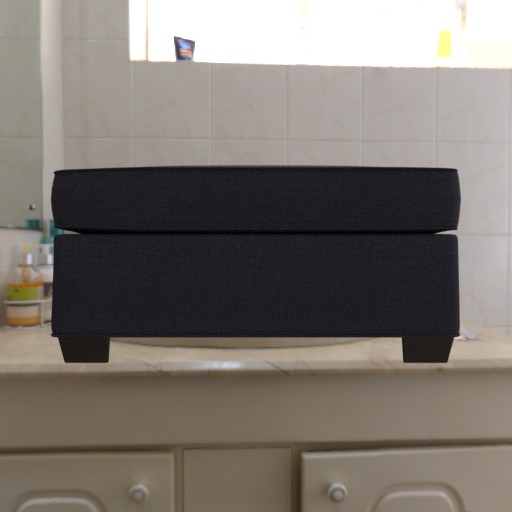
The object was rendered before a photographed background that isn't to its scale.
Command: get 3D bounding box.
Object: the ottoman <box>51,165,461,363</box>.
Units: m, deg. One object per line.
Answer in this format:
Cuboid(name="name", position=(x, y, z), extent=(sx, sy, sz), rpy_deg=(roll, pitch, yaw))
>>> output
Cuboid(name="ottoman", position=(0.000, 0.000, 1.170), extent=(0.895, 0.453, 0.505), rpy_deg=(0, 1, 0))
